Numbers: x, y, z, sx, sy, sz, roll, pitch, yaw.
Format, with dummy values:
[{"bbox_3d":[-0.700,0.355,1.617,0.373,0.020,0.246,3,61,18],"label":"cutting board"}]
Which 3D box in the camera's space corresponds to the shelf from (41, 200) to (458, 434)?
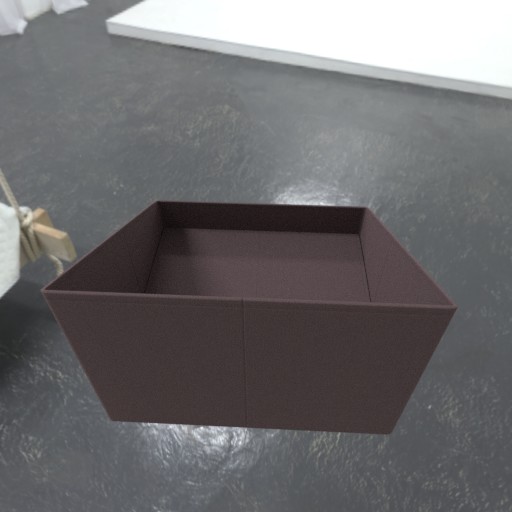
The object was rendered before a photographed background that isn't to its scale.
[{"bbox_3d":[0.000,0.000,0.481,0.292,0.210,0.292,2,46,2],"label":"shelf"}]
